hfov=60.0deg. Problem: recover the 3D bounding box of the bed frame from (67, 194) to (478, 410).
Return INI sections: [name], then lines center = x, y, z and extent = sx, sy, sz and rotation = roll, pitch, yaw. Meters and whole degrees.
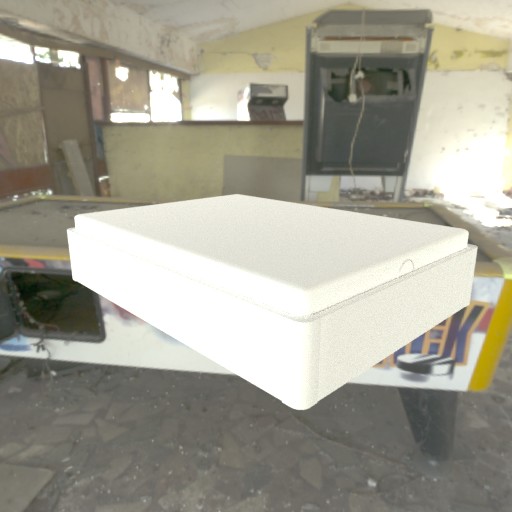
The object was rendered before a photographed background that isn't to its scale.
[bed frame]
center = 0.000, 0.000, 2.523
extent = 1.400, 0.406, 1.900
rotation = -15, 22, -42
